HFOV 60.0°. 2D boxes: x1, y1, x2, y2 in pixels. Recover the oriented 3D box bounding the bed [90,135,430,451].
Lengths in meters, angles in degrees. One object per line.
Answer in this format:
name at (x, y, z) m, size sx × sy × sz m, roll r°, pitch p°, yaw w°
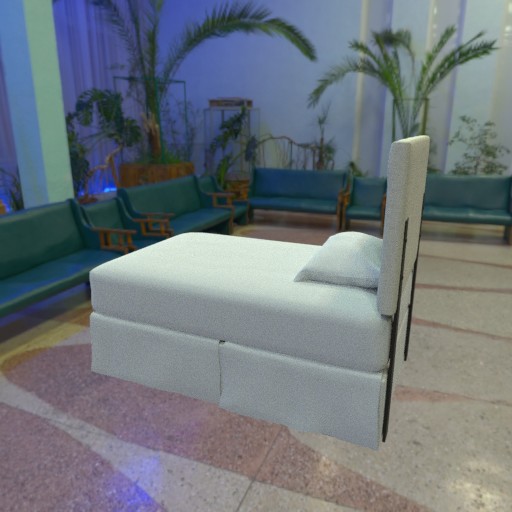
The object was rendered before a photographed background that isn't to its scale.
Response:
bed at (0.000, 0.000, 2.993) m, size 1.997 × 1.571 × 1.261 m, roll 7°, pitch 18°, yaw 24°
